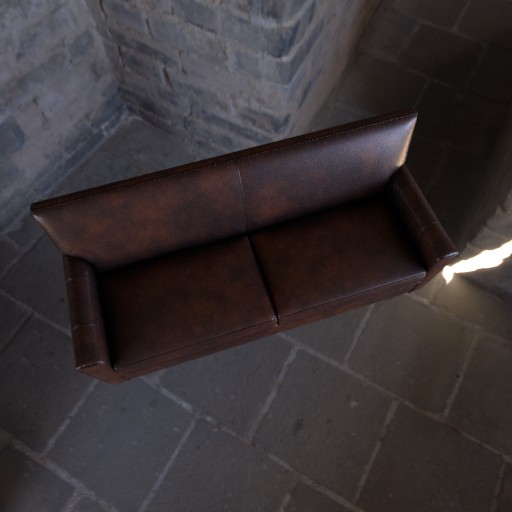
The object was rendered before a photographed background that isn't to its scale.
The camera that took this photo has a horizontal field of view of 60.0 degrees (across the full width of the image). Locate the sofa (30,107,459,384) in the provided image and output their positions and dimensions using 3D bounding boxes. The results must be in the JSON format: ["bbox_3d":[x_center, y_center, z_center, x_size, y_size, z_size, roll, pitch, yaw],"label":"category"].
[{"bbox_3d":[0.000,0.000,2.440,1.995,0.871,0.786,-16,66,-7],"label":"sofa"}]
